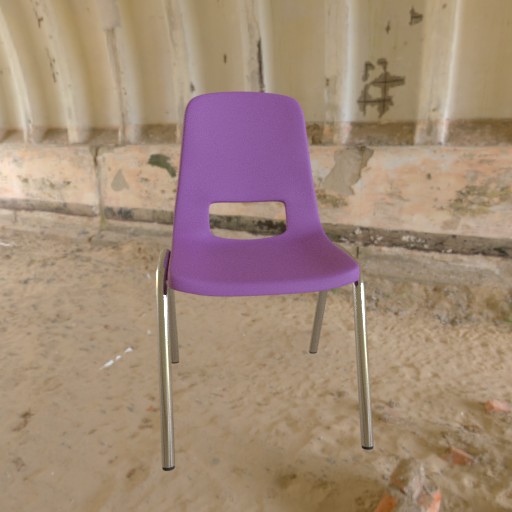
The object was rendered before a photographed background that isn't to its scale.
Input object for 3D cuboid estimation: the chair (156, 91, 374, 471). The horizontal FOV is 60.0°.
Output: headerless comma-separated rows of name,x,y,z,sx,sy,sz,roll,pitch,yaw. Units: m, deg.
chair,0.000,0.000,0.673,0.291,0.493,0.301,-2,16,-8
